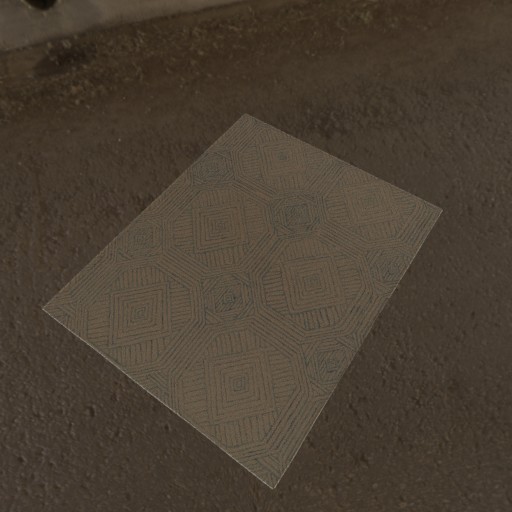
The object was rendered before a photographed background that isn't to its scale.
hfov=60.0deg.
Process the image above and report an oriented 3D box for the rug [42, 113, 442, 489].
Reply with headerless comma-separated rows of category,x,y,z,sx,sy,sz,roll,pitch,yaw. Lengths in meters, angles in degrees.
rug,0.000,0.000,4.171,2.457,0.015,3.049,31,64,17
